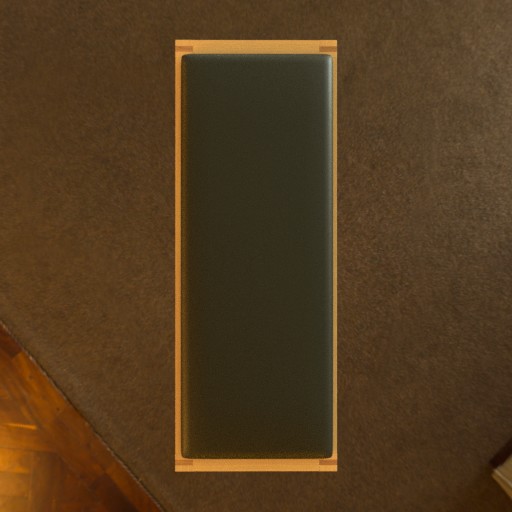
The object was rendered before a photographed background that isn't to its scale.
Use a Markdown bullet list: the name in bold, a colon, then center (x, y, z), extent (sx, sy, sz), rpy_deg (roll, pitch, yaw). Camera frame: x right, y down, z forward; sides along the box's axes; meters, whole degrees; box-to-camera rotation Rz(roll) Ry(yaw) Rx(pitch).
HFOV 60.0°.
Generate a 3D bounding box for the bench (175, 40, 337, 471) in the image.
- **bench**: center (0.000, 0.000, 1.398), extent (0.450, 0.430, 1.202), rpy_deg (0, 90, 0)
